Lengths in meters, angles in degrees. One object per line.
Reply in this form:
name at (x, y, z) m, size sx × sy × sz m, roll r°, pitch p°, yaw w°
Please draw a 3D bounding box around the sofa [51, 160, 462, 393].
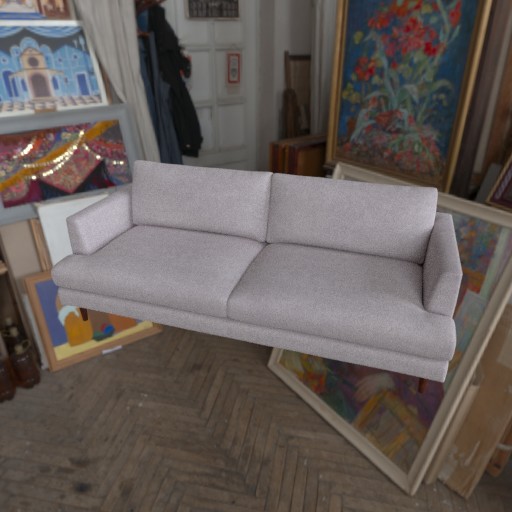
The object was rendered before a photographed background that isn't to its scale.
sofa at (0.000, 0.000, 2.731) m, size 2.250 × 0.868 × 1.020 m, roll 8°, pitch 28°, yaw 16°
